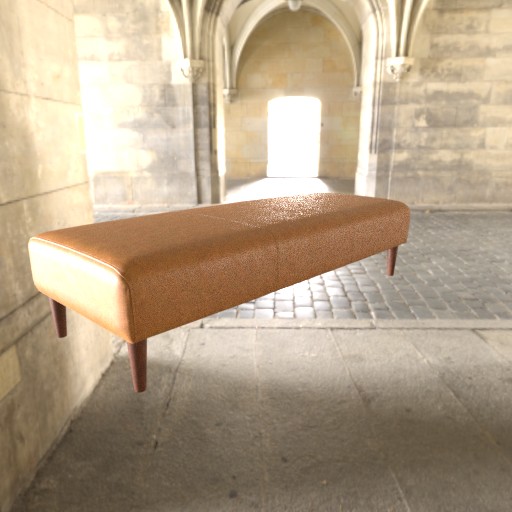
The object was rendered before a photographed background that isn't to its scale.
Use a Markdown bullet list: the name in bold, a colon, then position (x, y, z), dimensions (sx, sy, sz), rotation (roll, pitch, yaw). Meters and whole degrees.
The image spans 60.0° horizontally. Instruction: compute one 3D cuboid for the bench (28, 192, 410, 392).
- **bench**: position (0.000, 0.000, 1.887), dimensions (0.653, 0.399, 1.610), rotation (14, 20, 42)
